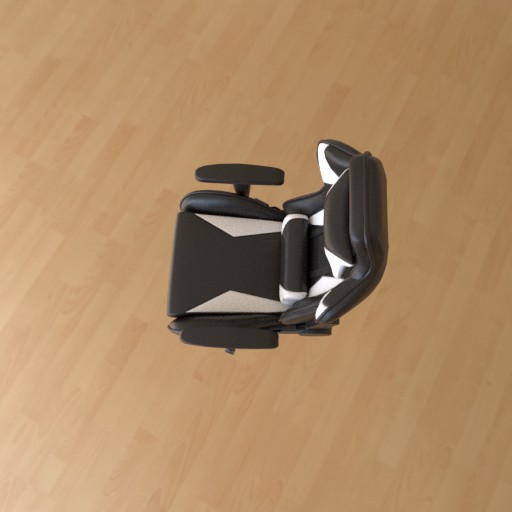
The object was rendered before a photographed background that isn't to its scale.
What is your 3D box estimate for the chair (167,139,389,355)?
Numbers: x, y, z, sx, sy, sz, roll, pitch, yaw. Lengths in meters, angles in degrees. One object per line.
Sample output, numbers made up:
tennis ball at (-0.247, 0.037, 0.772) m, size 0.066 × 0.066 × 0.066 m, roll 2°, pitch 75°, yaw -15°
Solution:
chair at (0.000, 0.000, 1.666) m, size 0.695 × 1.285 × 0.730 m, roll 3°, pitch 75°, yaw 1°
